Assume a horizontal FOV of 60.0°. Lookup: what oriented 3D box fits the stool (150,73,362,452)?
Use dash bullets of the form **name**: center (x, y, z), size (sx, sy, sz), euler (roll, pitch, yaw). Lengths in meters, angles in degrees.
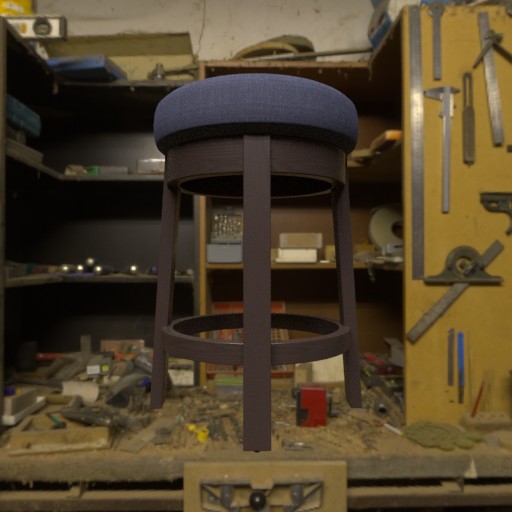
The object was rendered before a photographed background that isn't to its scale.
- **stool**: center (0.000, 0.000, 0.956), size (0.449, 0.655, 0.449), euler (0, 0, 0)
